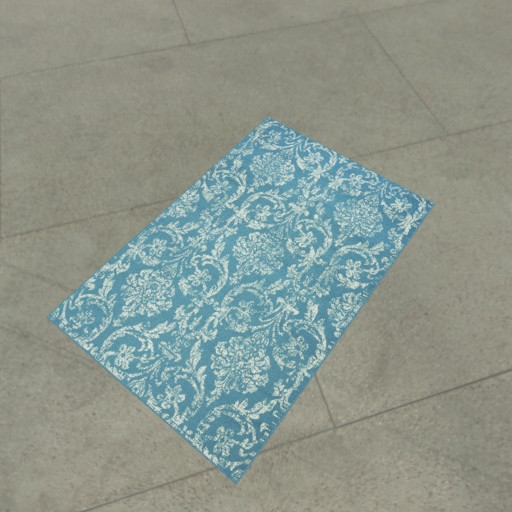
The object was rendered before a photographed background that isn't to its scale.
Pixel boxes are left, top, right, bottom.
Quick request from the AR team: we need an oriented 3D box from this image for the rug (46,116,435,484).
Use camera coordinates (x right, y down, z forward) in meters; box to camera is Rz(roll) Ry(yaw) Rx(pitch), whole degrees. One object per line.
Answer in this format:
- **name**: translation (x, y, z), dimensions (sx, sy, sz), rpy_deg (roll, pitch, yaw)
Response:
- **rug**: translation (0.000, 0.000, 3.567), dimensions (1.816, 0.018, 2.746), rpy_deg (33, 64, 19)
